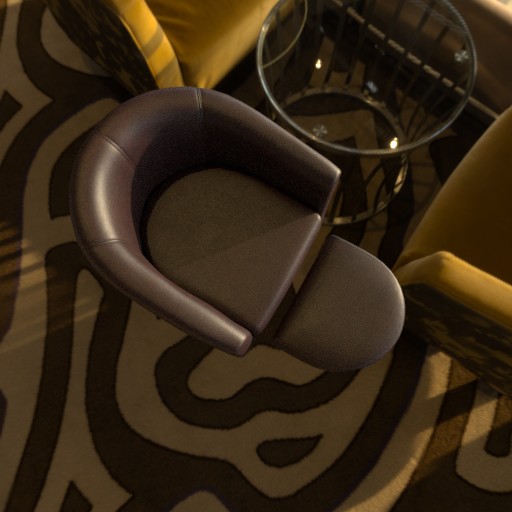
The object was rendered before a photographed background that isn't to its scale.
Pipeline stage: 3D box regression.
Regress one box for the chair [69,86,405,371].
[{"bbox_3d":[0.000,0.000,1.622,1.176,0.755,0.737,29,76,8],"label":"chair"}]
